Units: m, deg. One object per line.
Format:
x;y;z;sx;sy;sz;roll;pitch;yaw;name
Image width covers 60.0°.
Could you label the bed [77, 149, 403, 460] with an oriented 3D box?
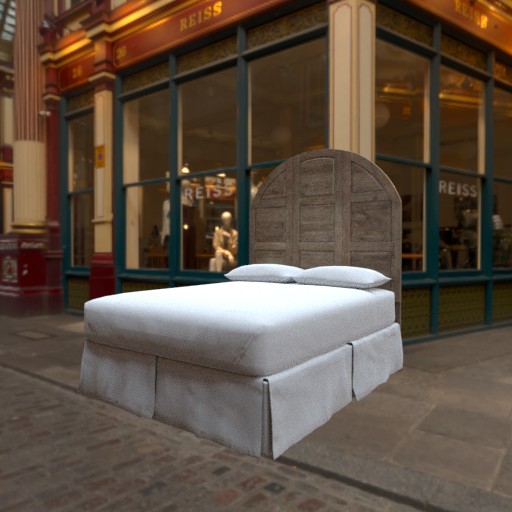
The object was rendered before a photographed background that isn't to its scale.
0.000;0.000;3.470;1.713;2.002;2.112;1;2;36;bed
